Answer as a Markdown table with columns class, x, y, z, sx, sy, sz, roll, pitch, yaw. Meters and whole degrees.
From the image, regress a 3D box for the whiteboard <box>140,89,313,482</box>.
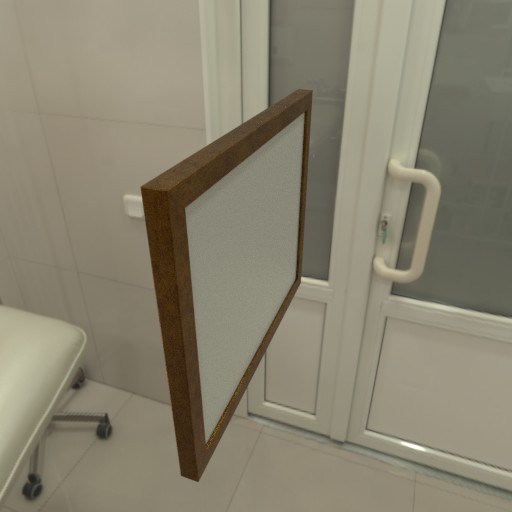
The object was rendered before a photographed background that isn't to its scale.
| class | x | y | z | sx | sy | sz | roll | pitch | yaw |
| --- | --- | --- | --- | --- | --- | --- | --- | --- | --- |
| whiteboard | 0.000 | 0.000 | 0.767 | 0.029 | 0.457 | 0.561 | 11 | 32 | 18 |
